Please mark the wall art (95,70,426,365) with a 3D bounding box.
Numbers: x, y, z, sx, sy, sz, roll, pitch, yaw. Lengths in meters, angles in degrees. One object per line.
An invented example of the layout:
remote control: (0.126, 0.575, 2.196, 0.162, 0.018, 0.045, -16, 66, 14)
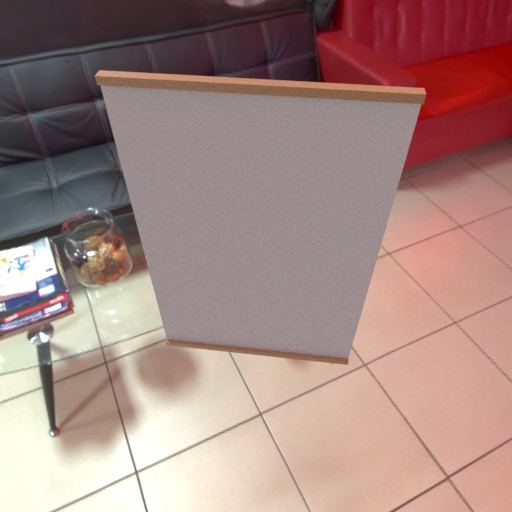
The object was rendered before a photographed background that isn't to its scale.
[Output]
wall art: (0.000, 0.000, 1.875, 0.991, 1.510, 0.040, 5, 46, 5)
